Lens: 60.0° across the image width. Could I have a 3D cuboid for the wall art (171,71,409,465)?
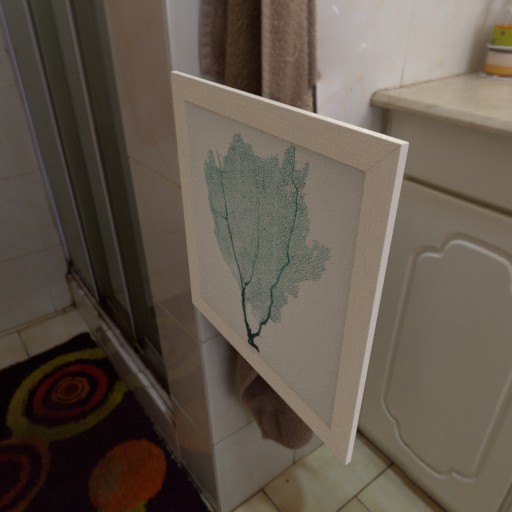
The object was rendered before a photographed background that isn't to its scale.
[{"bbox_3d":[0.000,0.000,0.836,0.015,0.577,0.572,-20,37,-29],"label":"wall art"}]
